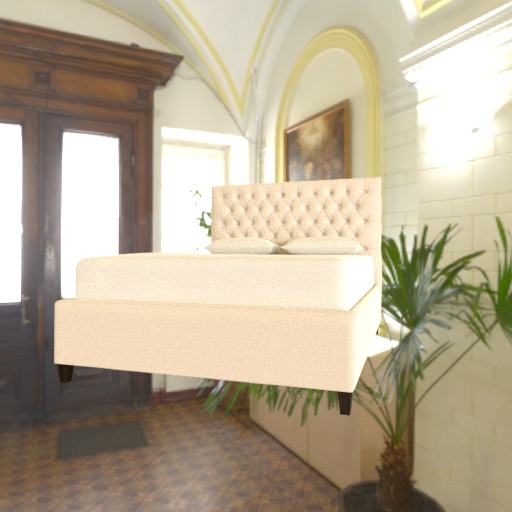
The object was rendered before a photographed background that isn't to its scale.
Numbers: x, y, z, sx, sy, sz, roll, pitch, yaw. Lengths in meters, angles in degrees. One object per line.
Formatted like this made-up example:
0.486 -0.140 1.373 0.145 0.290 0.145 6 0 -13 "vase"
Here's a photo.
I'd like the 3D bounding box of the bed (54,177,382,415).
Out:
0.000 0.000 3.283 1.696 1.426 2.233 0 0 19 "bed"
